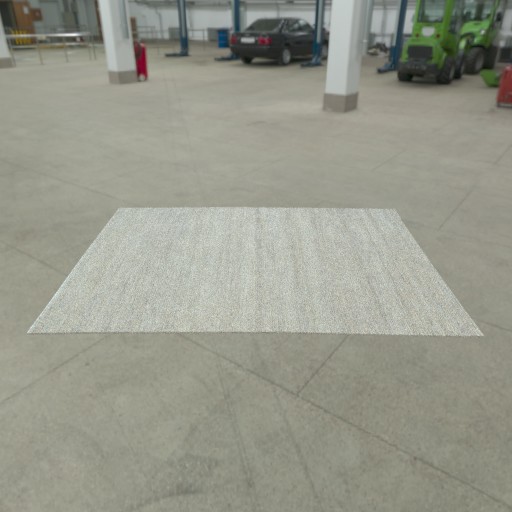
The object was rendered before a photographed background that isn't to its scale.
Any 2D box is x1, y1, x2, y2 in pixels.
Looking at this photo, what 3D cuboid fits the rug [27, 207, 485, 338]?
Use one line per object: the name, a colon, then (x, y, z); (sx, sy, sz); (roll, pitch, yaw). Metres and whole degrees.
rug: (0.000, 0.000, 2.893); (2.264, 0.030, 1.624); (0, 29, 1)
